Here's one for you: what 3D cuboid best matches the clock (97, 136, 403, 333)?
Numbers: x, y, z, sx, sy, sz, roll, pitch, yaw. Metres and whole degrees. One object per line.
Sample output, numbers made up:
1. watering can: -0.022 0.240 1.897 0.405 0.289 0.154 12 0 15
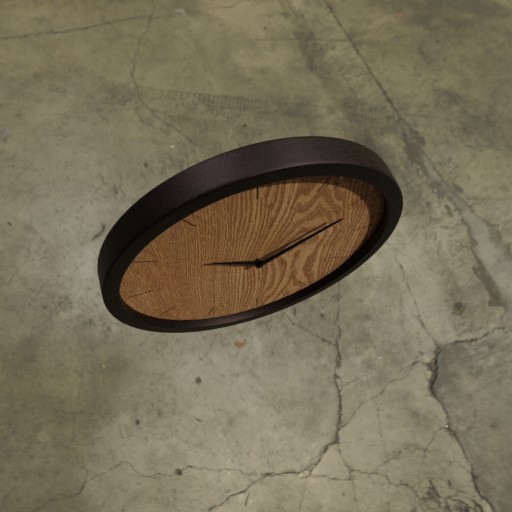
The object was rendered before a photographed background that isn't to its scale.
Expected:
1. clock: 0.000 0.000 0.465 0.314 0.314 0.029 -17 64 -8
